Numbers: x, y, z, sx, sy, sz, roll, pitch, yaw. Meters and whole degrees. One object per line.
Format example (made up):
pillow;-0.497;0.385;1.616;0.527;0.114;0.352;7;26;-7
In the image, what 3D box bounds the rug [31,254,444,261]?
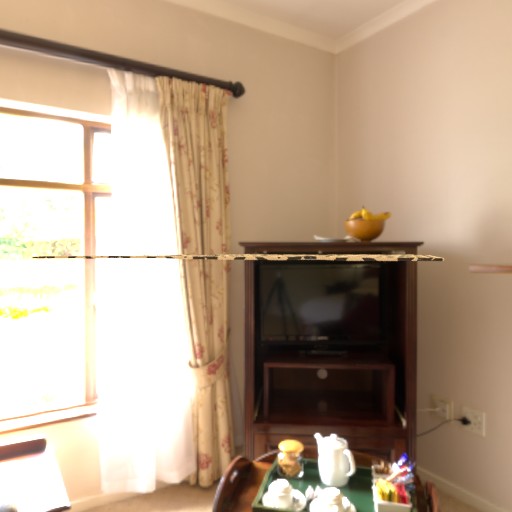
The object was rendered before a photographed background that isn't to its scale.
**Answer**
rug;0.000;0.000;4.482;3.369;0.036;2.444;0;1;19
